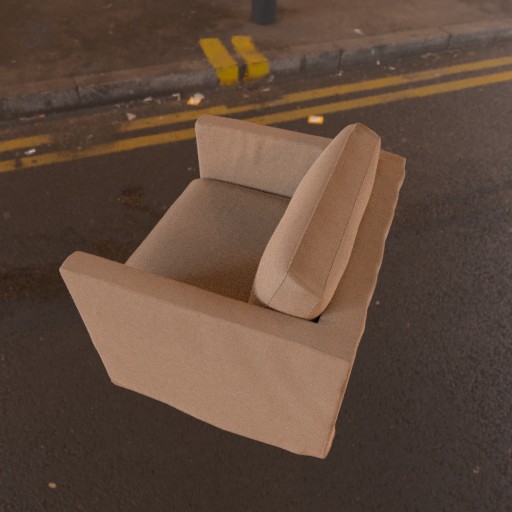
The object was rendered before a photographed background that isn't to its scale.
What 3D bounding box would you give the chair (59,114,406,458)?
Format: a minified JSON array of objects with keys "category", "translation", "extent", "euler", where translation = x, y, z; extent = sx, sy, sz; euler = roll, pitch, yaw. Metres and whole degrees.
[{"category":"chair","translation":[0.000,0.000,1.761],"extent":[0.949,0.867,1.057],"euler":[15,48,14]}]
